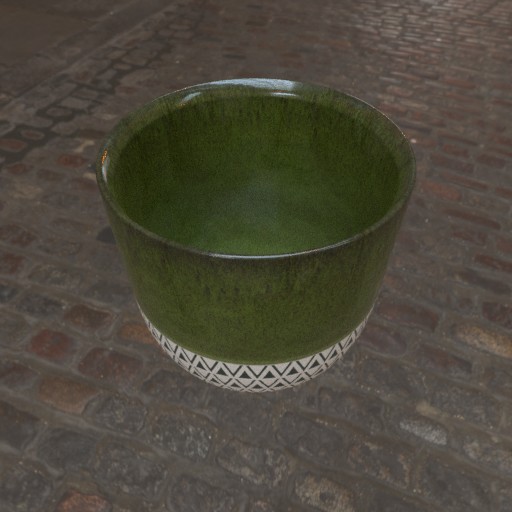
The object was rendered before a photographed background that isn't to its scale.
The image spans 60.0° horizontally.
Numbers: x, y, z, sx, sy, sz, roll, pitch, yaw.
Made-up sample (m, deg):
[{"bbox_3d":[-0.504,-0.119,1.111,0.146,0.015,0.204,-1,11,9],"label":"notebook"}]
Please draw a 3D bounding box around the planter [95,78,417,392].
[{"bbox_3d":[0.000,0.000,0.473,0.266,0.270,0.266,0,46,0],"label":"planter"}]
